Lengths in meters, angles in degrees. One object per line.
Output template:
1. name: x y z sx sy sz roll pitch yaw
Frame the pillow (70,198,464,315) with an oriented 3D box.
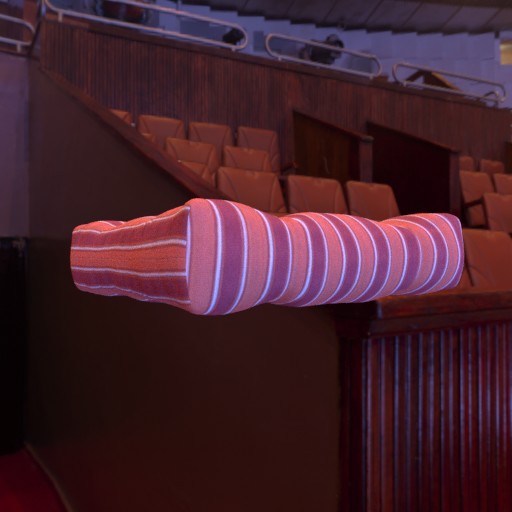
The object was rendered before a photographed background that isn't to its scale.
1. pillow: 0.000 0.000 0.726 0.490 0.133 0.468 0 -1 -36
